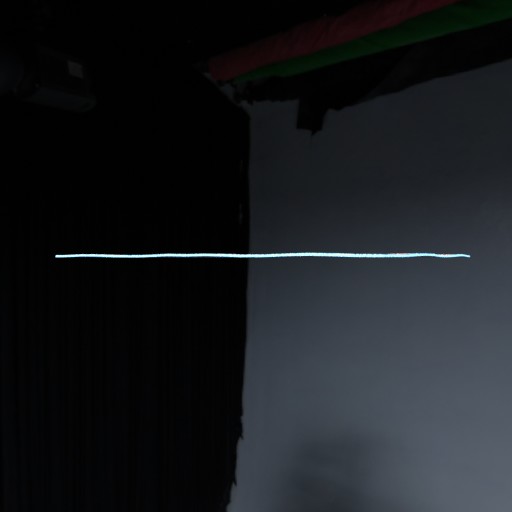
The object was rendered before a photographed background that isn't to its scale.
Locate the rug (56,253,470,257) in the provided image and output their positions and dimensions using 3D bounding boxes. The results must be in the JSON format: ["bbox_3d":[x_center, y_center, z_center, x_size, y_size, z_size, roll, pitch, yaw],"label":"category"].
[{"bbox_3d":[0.000,0.000,2.330,1.847,0.014,1.195,0,0,37],"label":"rug"}]
